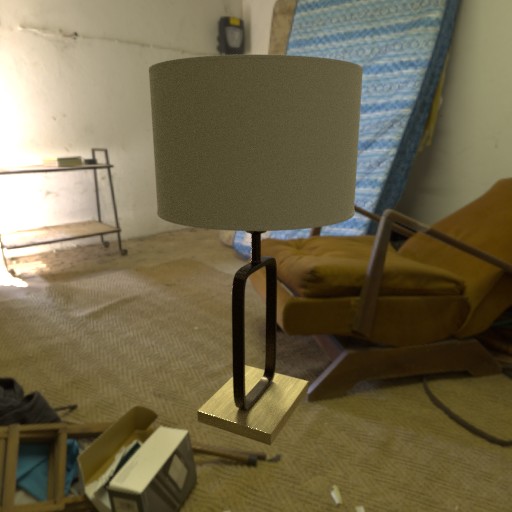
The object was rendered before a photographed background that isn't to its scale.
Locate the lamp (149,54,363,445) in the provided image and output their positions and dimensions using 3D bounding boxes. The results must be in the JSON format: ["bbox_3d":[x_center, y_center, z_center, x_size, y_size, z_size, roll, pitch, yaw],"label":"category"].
[{"bbox_3d":[0.000,0.000,0.659,0.279,0.508,0.279,8,17,25],"label":"lamp"}]
